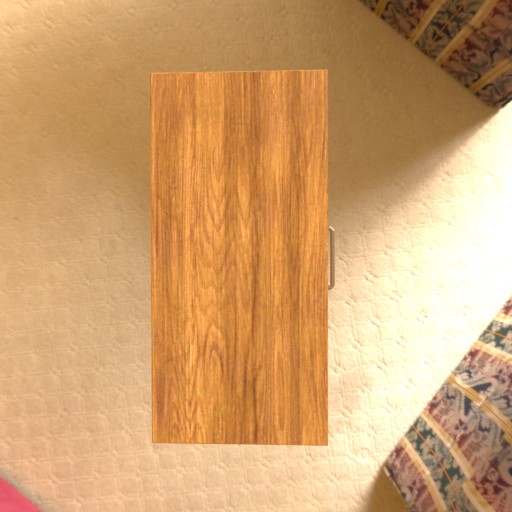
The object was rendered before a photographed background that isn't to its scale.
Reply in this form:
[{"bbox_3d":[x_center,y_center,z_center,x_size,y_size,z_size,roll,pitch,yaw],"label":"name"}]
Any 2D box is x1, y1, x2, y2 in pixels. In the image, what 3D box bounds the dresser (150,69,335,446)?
[{"bbox_3d":[0.000,0.000,1.991,0.558,1.431,1.081,0,91,2],"label":"dresser"}]
